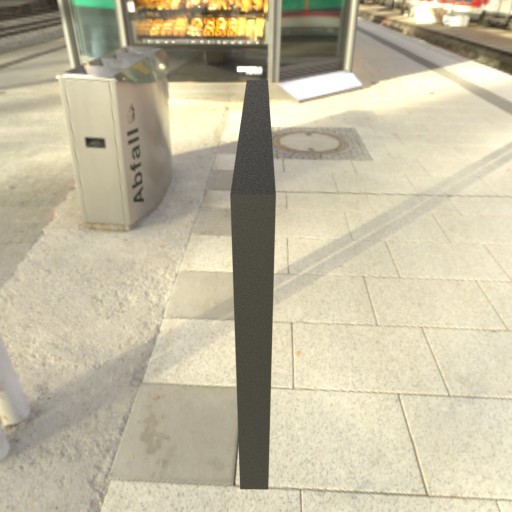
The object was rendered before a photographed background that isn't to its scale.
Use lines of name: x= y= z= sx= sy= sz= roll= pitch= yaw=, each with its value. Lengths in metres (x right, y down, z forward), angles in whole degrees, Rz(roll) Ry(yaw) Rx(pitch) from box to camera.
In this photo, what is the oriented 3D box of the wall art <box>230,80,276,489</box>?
wall art: x=0.000 y=0.000 z=0.531 sx=0.029 sy=0.330 sz=0.381 roll=0 pitch=32 yaw=0
